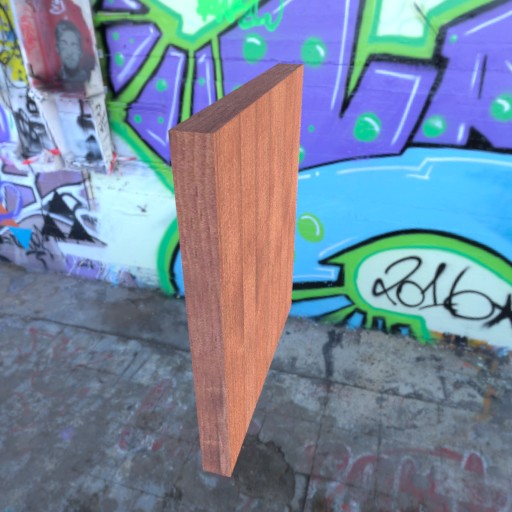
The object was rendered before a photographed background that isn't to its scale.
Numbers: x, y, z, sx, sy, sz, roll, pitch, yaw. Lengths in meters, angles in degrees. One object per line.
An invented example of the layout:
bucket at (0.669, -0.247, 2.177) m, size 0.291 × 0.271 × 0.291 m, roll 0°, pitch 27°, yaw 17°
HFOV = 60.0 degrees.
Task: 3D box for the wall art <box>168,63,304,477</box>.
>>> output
wall art at (0.000, 0.000, 0.622) m, size 0.039 × 0.449 × 0.377 m, roll 8°, pitch 32°, yaw 14°
